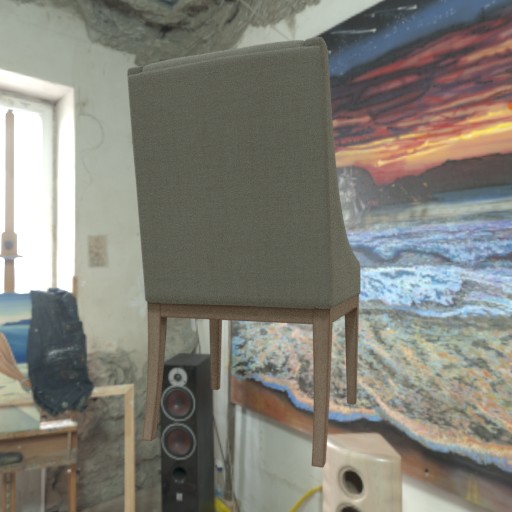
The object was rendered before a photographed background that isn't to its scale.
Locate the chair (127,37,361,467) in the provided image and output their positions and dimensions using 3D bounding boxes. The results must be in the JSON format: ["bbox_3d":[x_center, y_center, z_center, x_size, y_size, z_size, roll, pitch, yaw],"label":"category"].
[{"bbox_3d":[0.000,0.000,1.372,0.575,1.021,0.611,0,0,19],"label":"chair"}]
